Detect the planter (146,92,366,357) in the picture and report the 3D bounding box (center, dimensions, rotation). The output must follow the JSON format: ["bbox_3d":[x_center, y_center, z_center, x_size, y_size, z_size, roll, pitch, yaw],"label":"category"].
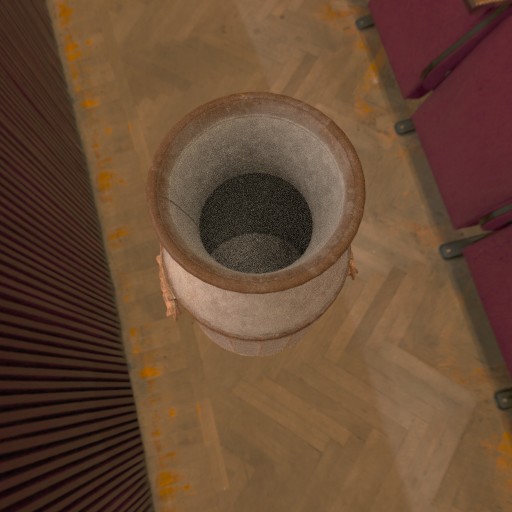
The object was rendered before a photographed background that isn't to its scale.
[{"bbox_3d":[0.000,0.000,0.532,0.245,0.396,0.214,-13,74,-4],"label":"planter"}]
